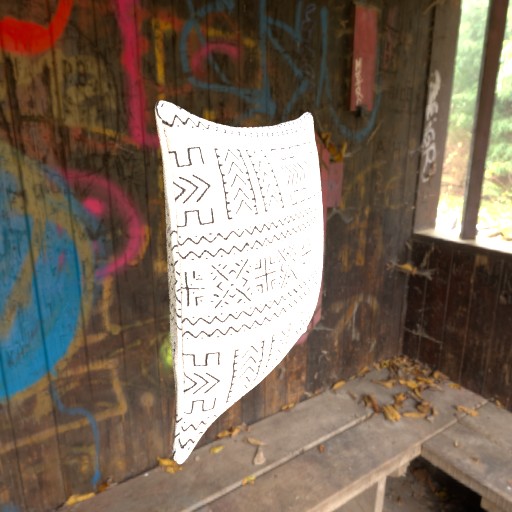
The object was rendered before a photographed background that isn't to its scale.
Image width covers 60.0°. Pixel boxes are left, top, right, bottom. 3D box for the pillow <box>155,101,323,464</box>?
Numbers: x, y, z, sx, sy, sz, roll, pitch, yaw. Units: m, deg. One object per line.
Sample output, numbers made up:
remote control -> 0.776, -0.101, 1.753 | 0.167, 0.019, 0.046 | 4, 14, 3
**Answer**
pillow -> 0.000, 0.000, 0.672 | 0.164, 0.430, 0.438 | 8, 17, 26
